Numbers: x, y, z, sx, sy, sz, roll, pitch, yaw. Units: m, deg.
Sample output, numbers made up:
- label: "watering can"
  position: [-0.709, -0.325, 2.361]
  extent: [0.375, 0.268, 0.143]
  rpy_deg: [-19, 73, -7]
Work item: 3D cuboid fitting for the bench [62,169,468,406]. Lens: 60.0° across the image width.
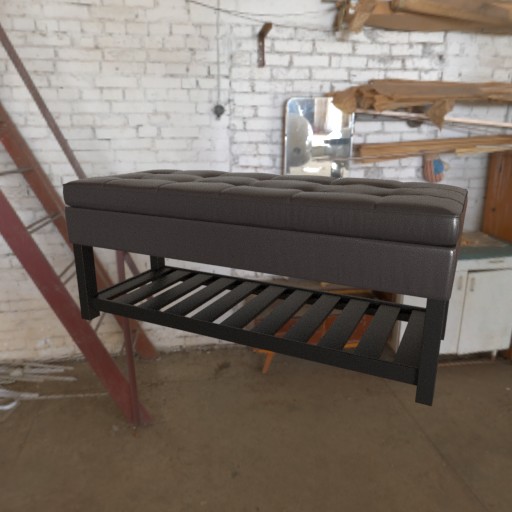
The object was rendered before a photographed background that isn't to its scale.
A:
- label: "bench"
  position: [0.000, 0.000, 1.332]
  extent: [1.105, 0.460, 0.432]
  rpy_deg: [8, 18, 25]
